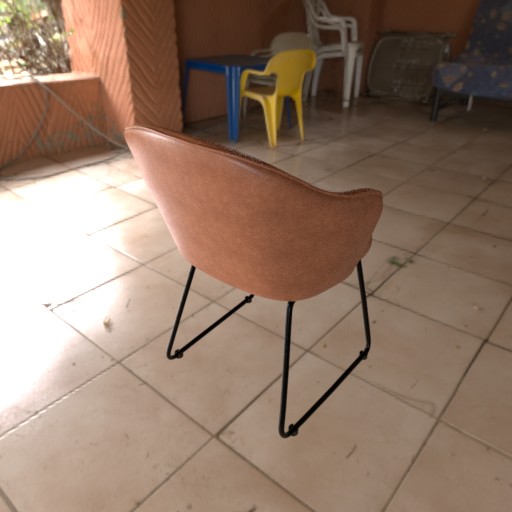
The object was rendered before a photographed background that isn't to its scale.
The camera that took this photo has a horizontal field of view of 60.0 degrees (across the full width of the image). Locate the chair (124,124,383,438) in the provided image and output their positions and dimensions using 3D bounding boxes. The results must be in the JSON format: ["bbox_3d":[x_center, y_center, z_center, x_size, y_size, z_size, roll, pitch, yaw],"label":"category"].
[{"bbox_3d":[0.000,0.000,1.202,0.582,0.785,0.580,22,36,33],"label":"chair"}]
